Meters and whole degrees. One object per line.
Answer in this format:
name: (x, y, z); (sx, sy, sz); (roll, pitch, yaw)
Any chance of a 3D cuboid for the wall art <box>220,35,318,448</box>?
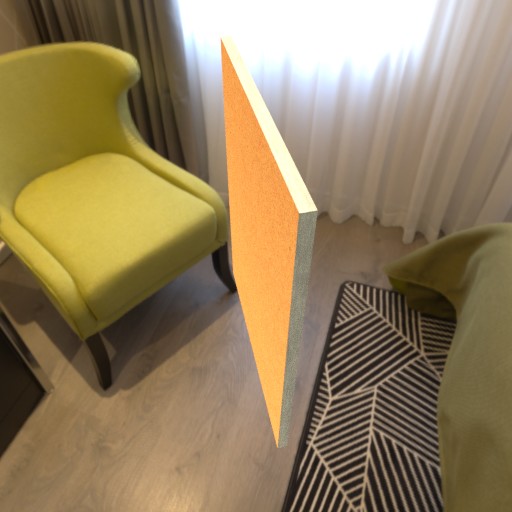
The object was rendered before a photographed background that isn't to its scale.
wall art: (0.000, 0.000, 0.826); (0.020, 0.613, 0.481); (-9, 47, -9)
